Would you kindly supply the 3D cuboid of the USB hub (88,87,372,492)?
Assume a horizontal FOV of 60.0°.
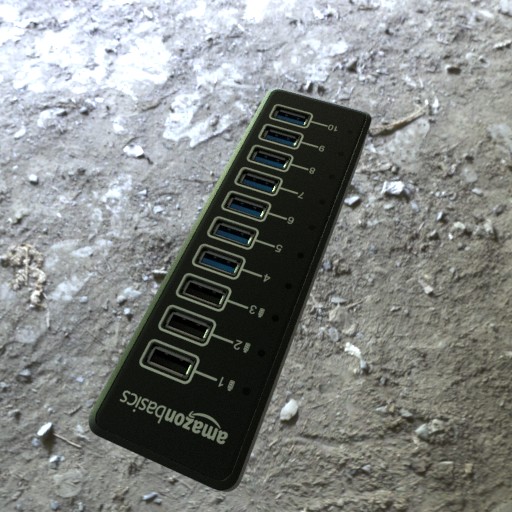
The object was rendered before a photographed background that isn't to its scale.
[{"bbox_3d":[0.000,0.000,0.158,0.044,0.023,0.145,19,63,10],"label":"USB hub"}]
